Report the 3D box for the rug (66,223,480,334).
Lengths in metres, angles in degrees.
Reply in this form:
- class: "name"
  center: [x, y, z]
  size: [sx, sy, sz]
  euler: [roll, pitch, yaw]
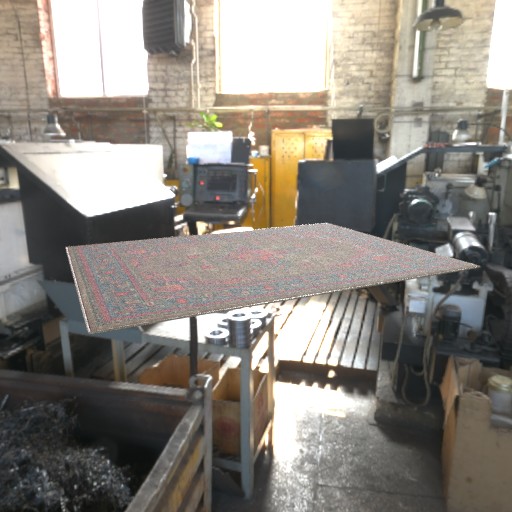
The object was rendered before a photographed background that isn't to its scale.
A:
- class: "rug"
  center: [0.000, 0.000, 2.888]
  size: [2.214, 0.013, 1.609]
  euler: [-7, 16, -25]
